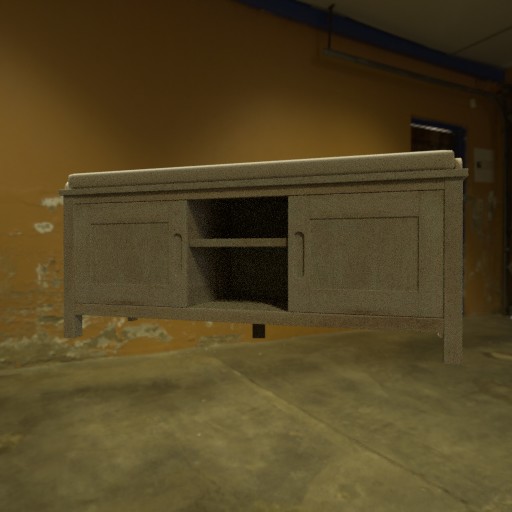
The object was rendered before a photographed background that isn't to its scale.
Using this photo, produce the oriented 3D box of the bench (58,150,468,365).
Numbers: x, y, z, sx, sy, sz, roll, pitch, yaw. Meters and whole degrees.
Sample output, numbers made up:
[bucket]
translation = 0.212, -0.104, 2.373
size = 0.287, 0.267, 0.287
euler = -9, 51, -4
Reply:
[bench]
translation = 0.000, 0.000, 1.373
size = 1.140, 0.501, 0.398
euler = 0, 0, 17
